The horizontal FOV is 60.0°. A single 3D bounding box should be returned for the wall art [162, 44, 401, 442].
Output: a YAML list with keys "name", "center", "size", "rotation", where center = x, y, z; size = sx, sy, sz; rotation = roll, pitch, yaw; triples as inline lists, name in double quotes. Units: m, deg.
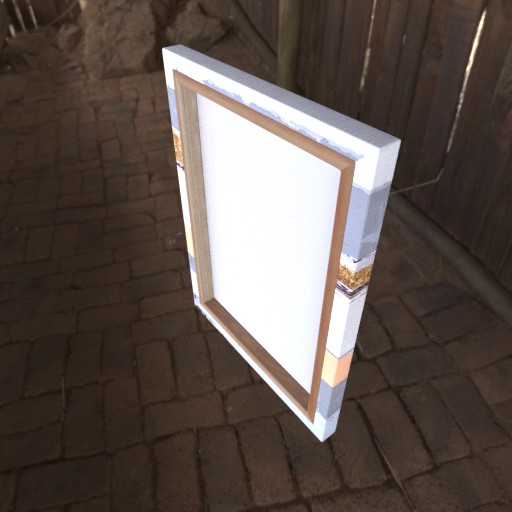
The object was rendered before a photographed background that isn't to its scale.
- name: "wall art"
  center: [0.000, 0.000, 0.794]
  size: [0.038, 0.609, 0.456]
  rotation: [-27, 47, -28]
